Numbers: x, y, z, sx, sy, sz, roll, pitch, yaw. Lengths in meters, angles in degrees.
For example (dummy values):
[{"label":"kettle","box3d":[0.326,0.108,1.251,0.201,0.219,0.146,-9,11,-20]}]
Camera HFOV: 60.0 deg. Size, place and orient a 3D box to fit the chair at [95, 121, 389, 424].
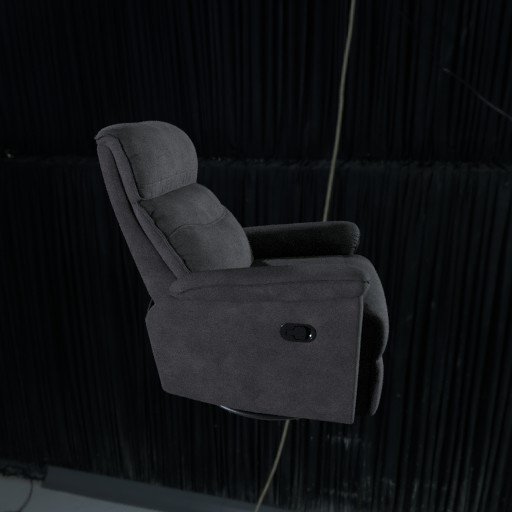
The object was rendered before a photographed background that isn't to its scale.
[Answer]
[{"label":"chair","box3d":[0.000,0.000,1.765,1.009,1.035,0.830,3,16,9]}]
